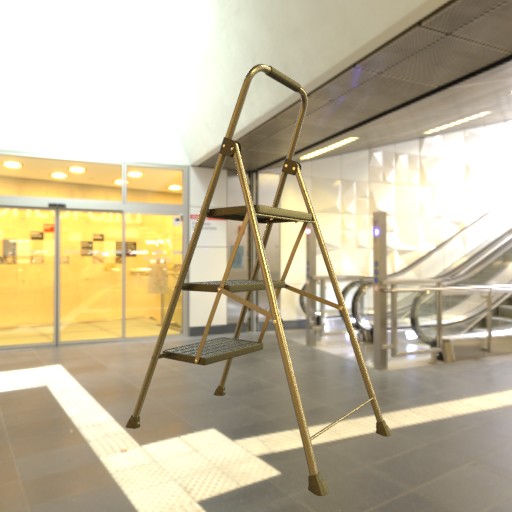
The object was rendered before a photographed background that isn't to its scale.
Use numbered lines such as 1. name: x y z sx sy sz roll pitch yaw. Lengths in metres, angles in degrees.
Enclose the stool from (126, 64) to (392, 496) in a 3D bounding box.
1. stool: 0.000 0.000 1.433 0.733 1.121 0.473 0 -1 36
